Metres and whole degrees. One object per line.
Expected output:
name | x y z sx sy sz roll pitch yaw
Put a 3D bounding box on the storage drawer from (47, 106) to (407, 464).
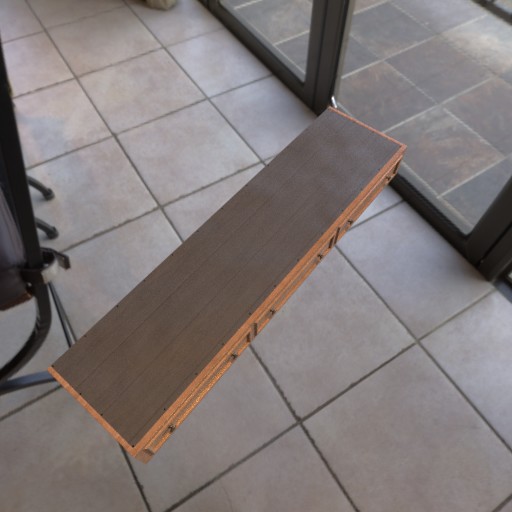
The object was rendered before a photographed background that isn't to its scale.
storage drawer | 0.000 0.000 2.230 0.538 0.264 2.032 35 65 19
